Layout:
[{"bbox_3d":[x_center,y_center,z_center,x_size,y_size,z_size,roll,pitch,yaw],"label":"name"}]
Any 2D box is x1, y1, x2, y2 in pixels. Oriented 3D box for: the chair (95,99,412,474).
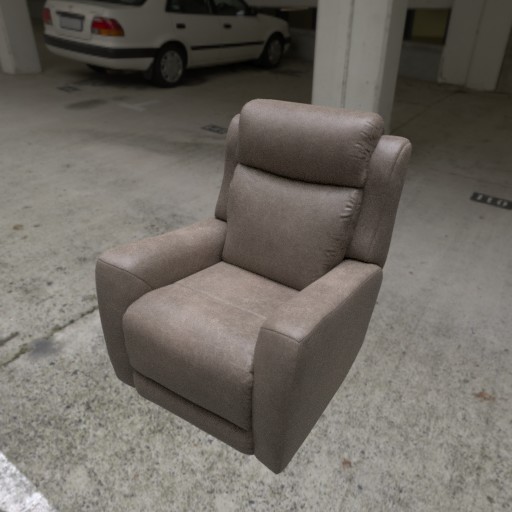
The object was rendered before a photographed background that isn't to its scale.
[{"bbox_3d":[0.000,0.000,1.906,0.967,1.116,1.068,19,35,29],"label":"chair"}]
